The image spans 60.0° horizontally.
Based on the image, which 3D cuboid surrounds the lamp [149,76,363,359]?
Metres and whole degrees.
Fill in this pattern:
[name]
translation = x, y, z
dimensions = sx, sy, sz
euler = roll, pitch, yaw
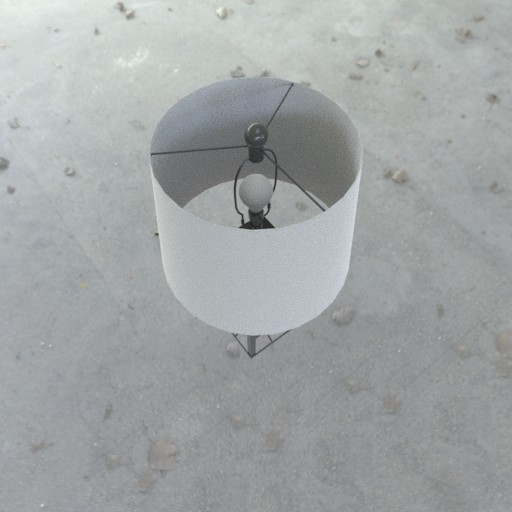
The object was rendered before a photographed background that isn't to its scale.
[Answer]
[lamp]
translation = 0.000, 0.000, 0.783
dimensions = 0.320, 0.591, 0.320
euler = 0, 58, 0
